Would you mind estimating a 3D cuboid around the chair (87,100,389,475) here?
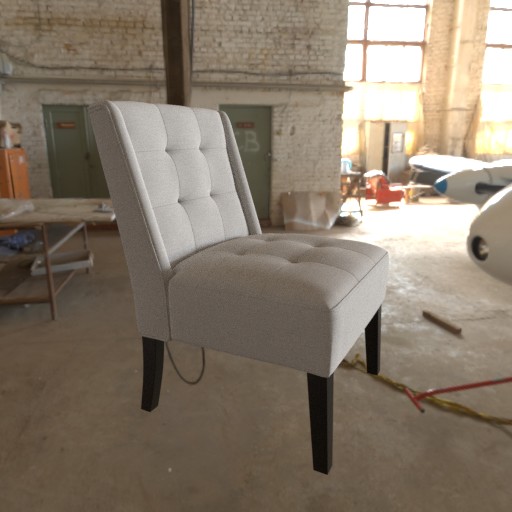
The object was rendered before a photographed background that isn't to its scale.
[{"bbox_3d":[0.000,0.000,1.290,0.676,0.853,0.569,8,17,27],"label":"chair"}]
